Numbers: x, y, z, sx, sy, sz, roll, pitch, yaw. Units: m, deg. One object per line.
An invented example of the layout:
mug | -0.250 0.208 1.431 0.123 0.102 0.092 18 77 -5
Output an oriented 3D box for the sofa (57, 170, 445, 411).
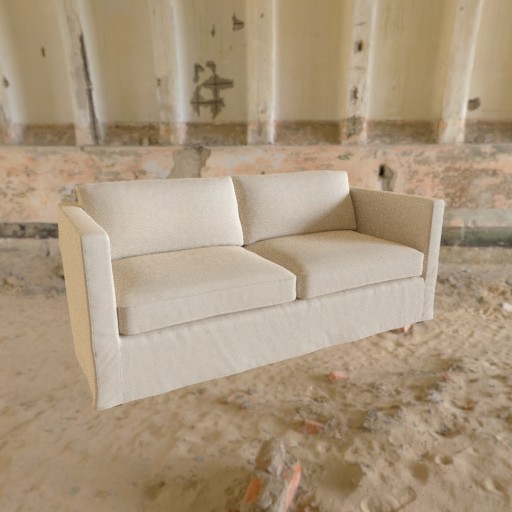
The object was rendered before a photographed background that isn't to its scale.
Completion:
sofa | 0.000 0.000 2.516 1.987 0.870 0.940 -8 17 -27
